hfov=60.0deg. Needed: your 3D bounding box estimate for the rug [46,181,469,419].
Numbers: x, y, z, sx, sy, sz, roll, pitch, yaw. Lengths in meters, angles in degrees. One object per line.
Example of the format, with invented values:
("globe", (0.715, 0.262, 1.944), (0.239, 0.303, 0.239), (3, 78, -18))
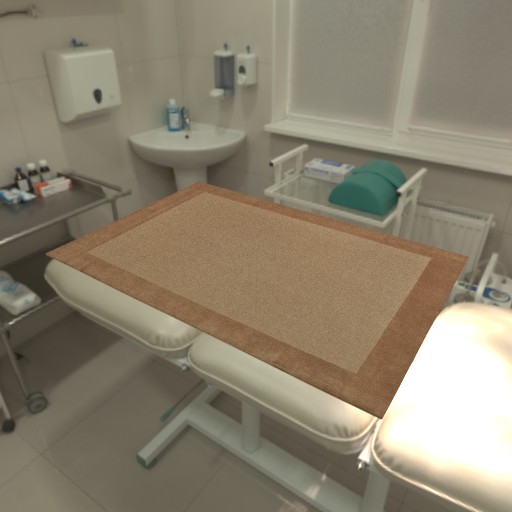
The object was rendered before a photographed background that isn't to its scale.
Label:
("rug", (0.000, 0.000, 2.303), (1.829, 0.014, 1.219), (20, 36, 29))
